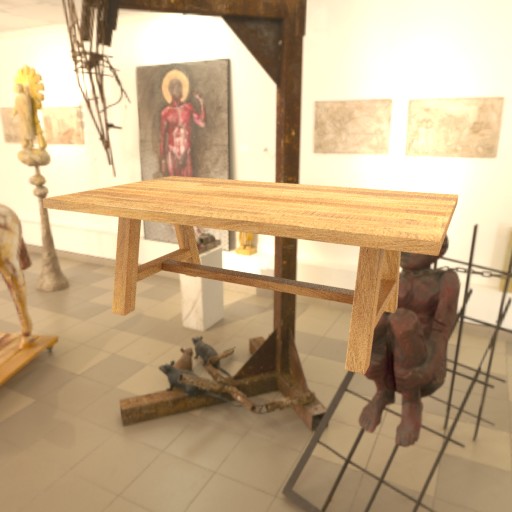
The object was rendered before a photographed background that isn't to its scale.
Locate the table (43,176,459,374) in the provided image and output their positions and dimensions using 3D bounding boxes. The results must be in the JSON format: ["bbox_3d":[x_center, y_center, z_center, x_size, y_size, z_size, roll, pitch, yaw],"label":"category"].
[{"bbox_3d":[0.000,0.000,1.686,1.320,0.455,0.760,8,19,25],"label":"table"}]
